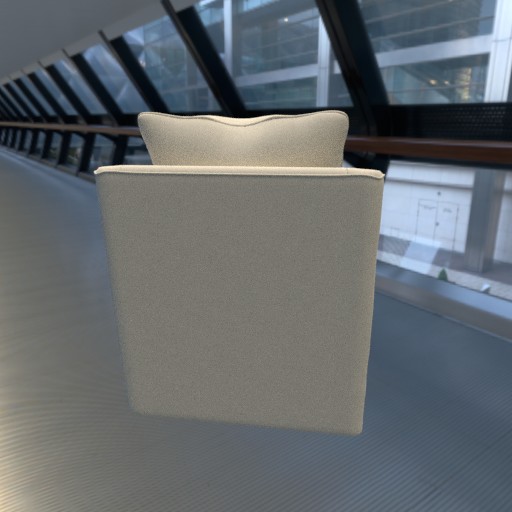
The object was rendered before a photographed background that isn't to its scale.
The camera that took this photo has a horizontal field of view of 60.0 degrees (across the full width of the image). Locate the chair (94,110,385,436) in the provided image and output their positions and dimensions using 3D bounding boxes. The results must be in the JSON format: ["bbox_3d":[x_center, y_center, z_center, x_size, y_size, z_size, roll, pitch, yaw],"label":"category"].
[{"bbox_3d":[0.000,0.000,1.594,0.756,0.965,0.876,2,16,8],"label":"chair"}]
